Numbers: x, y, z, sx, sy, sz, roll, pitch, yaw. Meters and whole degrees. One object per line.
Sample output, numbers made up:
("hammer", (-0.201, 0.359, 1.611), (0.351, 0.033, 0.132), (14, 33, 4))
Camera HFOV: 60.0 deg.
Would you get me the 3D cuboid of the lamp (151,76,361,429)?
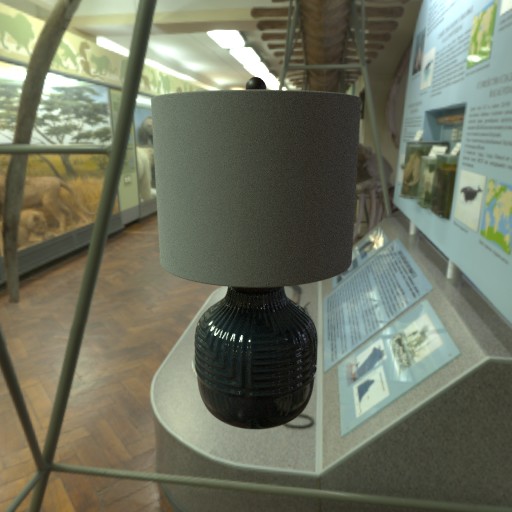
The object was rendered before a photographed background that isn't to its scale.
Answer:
("lamp", (0.000, 0.000, 0.751), (0.318, 0.567, 0.318), (0, 15, 0))
